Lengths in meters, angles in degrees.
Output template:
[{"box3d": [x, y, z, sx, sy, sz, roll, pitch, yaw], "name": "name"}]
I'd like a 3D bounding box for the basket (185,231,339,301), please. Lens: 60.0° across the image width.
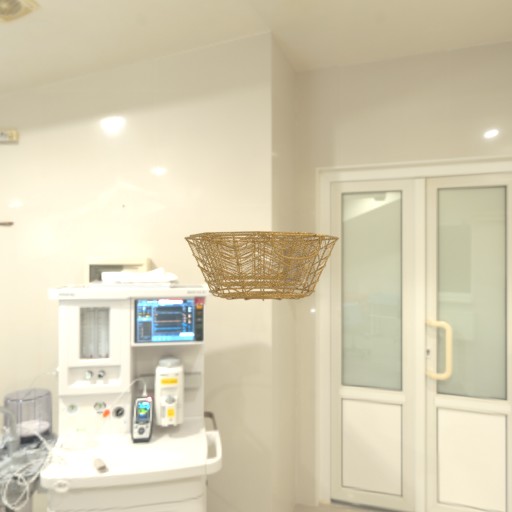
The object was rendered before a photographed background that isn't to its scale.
[{"box3d": [0.000, 0.000, 1.403, 0.432, 0.178, 1.245, 0, 0, -2], "name": "basket"}]
